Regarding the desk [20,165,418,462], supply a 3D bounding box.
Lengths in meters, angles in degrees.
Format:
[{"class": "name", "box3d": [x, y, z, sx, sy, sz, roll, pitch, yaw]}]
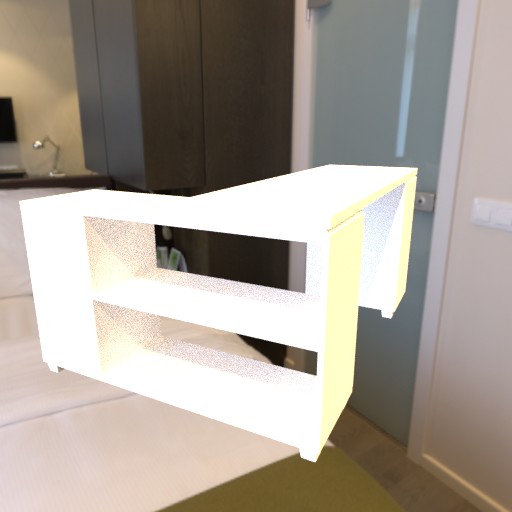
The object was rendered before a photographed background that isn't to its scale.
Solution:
[{"class": "desk", "box3d": [0.000, 0.000, 2.132, 1.199, 0.759, 1.524, 8, 18, 26]}]
